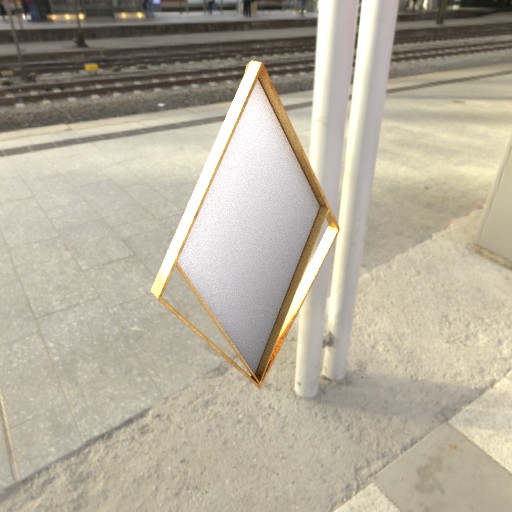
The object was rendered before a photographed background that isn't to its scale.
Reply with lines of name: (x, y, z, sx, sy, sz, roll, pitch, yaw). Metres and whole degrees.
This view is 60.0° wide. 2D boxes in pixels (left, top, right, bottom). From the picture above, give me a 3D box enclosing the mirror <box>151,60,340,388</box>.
mirror: (0.000, 0.000, 0.839, 0.419, 0.679, 0.032, -21, 36, -31)
